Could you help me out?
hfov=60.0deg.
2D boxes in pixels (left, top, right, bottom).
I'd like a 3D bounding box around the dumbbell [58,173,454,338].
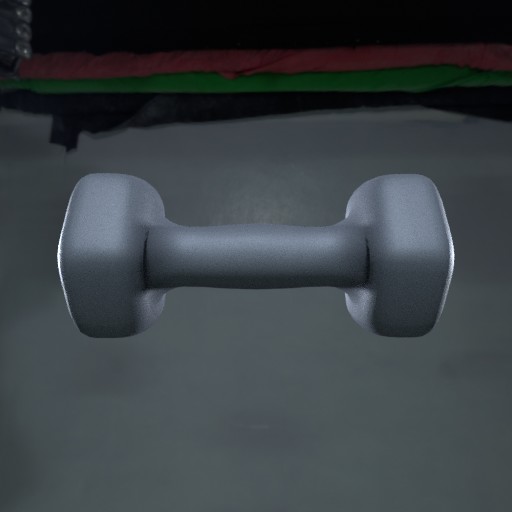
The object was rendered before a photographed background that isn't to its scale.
[{"bbox_3d":[0.000,0.000,0.300,0.240,0.105,0.116,0,-1,0],"label":"dumbbell"}]
